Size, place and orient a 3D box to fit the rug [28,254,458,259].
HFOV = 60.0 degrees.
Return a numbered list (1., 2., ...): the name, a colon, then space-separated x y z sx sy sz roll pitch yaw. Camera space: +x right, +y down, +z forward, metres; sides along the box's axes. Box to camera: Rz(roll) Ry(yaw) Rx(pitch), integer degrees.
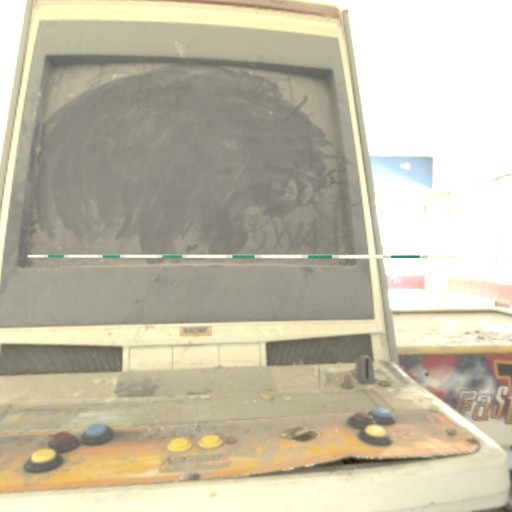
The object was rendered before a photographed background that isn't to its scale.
1. rug: 0.000 0.000 2.329 1.829 0.012 1.210 0 0 19
